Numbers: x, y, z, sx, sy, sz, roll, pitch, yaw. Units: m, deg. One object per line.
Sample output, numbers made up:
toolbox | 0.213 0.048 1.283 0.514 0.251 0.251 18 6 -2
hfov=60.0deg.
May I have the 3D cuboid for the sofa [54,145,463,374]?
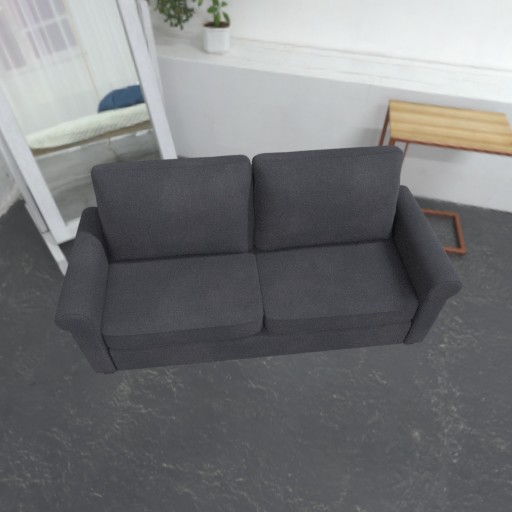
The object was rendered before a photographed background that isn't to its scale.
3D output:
sofa | 0.000 0.000 2.444 1.935 0.942 0.842 -5 48 -4
